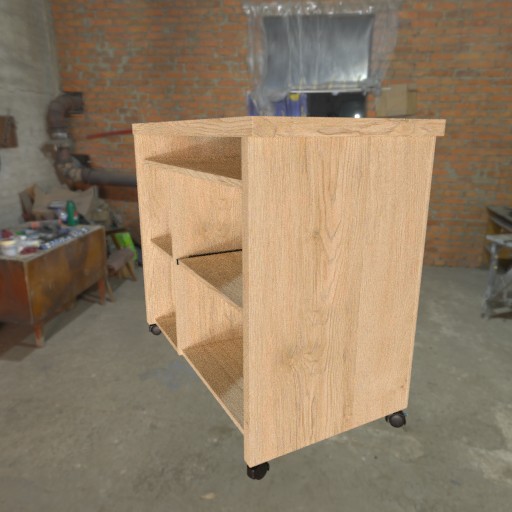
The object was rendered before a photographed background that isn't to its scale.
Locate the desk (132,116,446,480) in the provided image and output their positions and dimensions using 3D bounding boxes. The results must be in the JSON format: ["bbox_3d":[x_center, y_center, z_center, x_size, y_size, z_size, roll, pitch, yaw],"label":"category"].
[{"bbox_3d":[0.000,0.000,1.332,0.480,0.770,0.885,-8,18,-27],"label":"desk"}]
